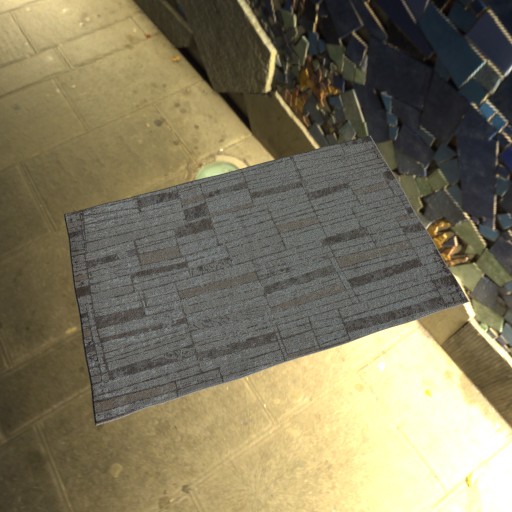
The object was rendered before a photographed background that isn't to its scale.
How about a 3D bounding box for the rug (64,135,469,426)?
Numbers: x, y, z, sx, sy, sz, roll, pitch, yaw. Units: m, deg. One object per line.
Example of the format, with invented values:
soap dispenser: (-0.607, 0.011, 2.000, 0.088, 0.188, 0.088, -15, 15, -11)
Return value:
rug: (0.000, 0.000, 3.060, 2.444, 0.023, 1.531, -16, 63, -8)
